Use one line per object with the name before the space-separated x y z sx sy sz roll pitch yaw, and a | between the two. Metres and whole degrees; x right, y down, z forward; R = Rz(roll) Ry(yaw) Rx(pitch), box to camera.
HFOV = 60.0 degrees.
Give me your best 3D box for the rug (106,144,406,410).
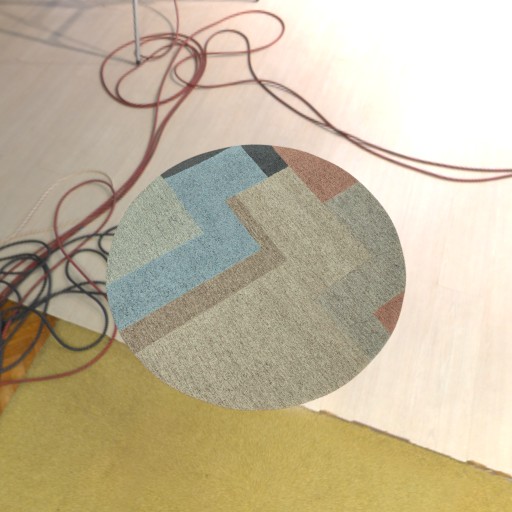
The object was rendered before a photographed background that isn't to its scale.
rug | 0.000 0.000 3.677 2.461 0.033 2.461 0 61 0
